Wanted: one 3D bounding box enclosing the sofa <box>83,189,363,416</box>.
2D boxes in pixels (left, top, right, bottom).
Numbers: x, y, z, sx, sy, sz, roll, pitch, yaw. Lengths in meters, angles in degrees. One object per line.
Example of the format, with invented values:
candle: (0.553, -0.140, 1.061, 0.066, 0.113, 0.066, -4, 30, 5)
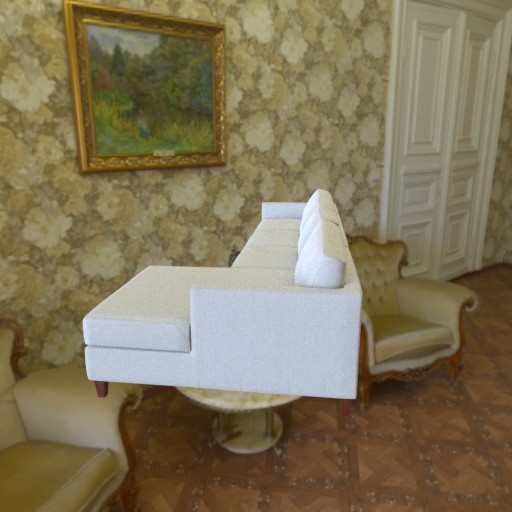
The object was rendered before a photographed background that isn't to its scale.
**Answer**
sofa: (0.000, 0.000, 4.103, 1.599, 0.954, 3.471, 2, 15, 7)
